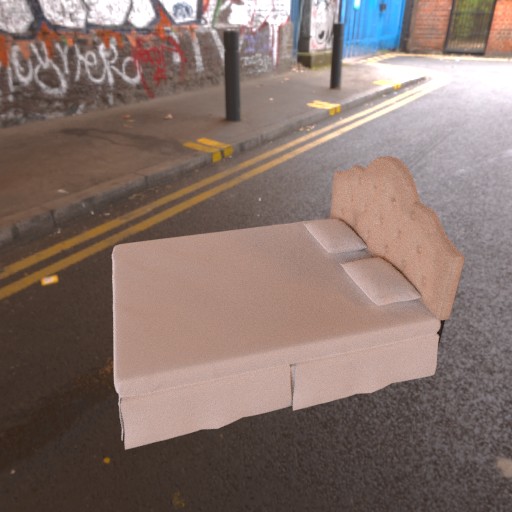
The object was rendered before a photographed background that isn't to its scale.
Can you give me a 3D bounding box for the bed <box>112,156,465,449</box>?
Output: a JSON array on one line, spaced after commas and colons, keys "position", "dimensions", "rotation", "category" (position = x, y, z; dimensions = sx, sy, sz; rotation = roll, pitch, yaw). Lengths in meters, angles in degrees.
[{"position": [0.000, 0.000, 2.994], "dimensions": [1.970, 1.194, 1.667], "rotation": [-8, 30, -14], "category": "bed"}]
